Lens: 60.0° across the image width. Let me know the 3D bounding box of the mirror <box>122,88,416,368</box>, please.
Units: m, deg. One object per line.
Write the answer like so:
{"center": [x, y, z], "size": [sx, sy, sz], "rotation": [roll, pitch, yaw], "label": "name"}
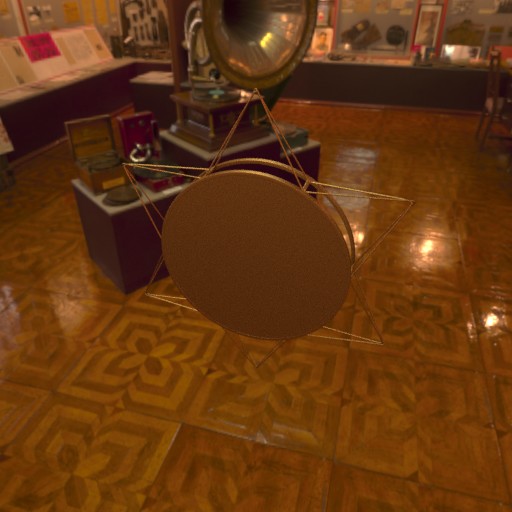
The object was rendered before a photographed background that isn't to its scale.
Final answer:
{"center": [0.000, 0.000, 0.801], "size": [0.498, 0.581, 0.062], "rotation": [10, 34, 15], "label": "mirror"}
